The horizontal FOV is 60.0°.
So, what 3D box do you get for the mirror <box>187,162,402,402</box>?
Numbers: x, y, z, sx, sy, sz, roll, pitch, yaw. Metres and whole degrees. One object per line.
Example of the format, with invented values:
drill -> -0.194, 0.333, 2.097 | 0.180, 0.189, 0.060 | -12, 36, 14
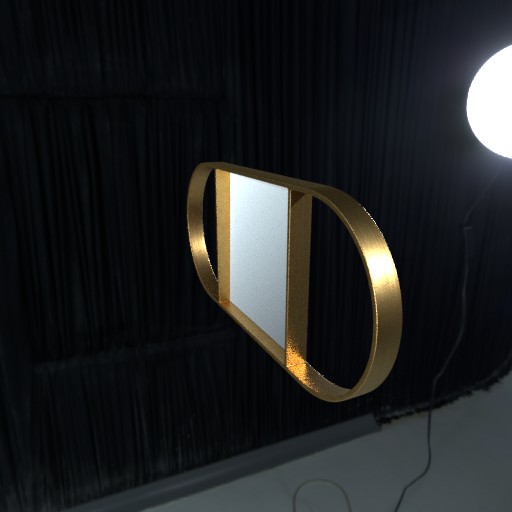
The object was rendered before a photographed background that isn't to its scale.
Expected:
mirror -> 0.000, 0.000, 0.679 | 0.032, 0.254, 0.584 | -8, 19, -25
